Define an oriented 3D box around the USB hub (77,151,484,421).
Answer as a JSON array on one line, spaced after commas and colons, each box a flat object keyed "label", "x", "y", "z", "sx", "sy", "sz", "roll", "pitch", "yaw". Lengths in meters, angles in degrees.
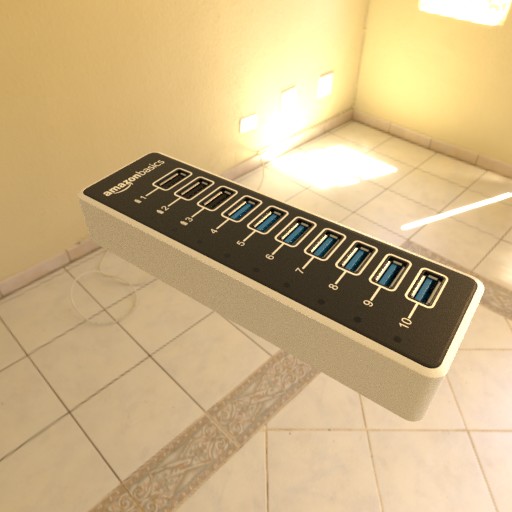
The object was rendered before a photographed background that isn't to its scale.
[{"label": "USB hub", "x": 0.000, "y": 0.000, "z": 0.162, "sx": 0.145, "sy": 0.023, "sz": 0.044, "roll": 25, "pitch": 48, "yaw": 26}]
